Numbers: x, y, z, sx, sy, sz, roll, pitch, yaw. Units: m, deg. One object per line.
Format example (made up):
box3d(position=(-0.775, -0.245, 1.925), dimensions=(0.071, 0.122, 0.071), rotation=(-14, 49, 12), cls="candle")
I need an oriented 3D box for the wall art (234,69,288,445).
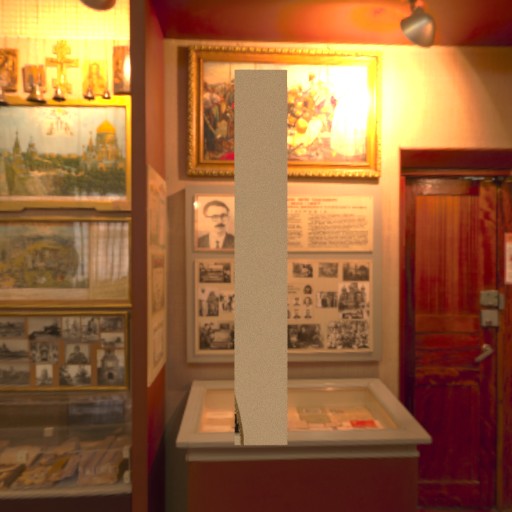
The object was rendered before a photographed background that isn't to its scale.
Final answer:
box3d(position=(0.000, 0.000, 0.491), dimensions=(0.039, 0.254, 0.384), rotation=(0, 0, -1), cls="wall art")
